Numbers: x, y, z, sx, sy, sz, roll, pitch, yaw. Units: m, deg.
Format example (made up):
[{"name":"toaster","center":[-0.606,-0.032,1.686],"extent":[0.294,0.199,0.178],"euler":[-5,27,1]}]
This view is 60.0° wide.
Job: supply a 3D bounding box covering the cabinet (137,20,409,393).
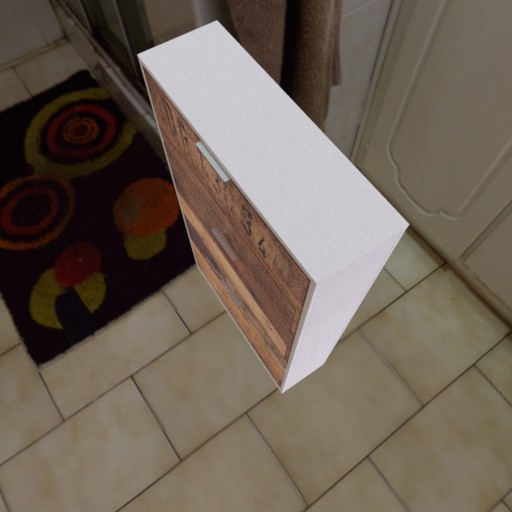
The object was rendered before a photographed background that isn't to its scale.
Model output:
[{"name":"cabinet","center":[0.000,0.000,1.580],"extent":[0.250,1.280,0.750],"euler":[-31,68,-14]}]
